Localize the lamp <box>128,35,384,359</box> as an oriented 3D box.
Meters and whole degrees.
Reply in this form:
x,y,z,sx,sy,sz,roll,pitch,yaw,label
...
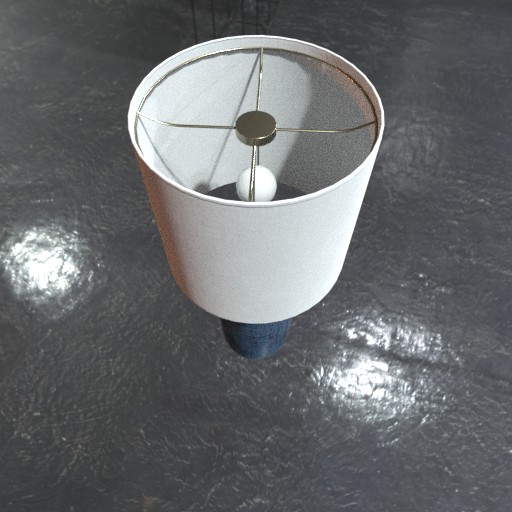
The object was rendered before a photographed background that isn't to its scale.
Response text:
x,y,z,sx,sy,sz,roll,pitch,yaw,label
0.000,0.000,0.584,0.220,0.475,0.220,14,58,9,lamp
